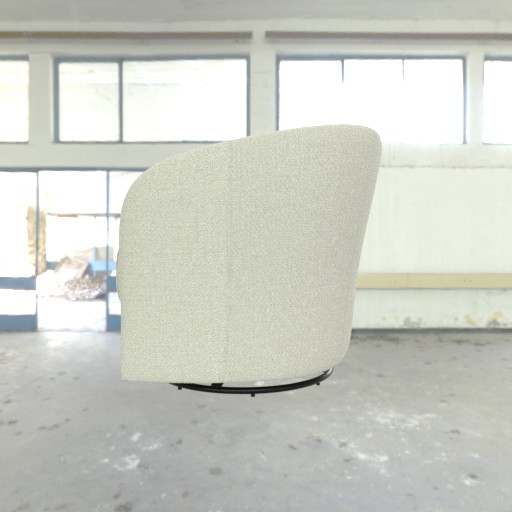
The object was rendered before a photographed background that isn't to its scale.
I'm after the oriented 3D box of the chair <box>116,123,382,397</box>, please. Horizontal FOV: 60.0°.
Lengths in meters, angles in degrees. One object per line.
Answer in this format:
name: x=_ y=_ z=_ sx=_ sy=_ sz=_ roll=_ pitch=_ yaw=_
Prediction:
chair: x=0.000 y=0.000 z=1.506 sx=0.815 sy=0.771 sz=0.791 roll=0 pitch=0 yaw=2
